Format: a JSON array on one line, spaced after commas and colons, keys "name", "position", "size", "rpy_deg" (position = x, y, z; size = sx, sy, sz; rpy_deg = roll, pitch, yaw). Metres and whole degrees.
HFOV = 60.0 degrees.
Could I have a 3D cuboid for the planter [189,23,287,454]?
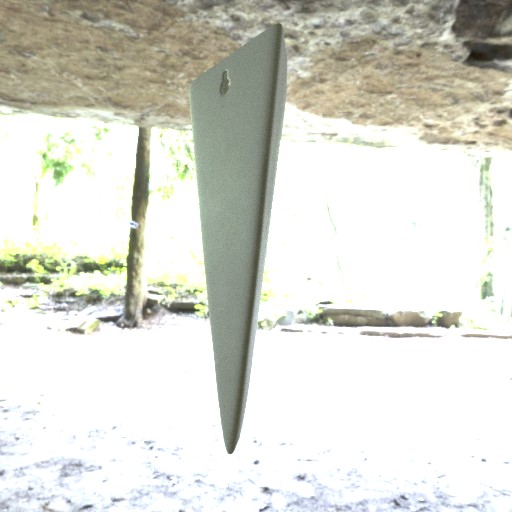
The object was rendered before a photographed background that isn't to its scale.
[{"name": "planter", "position": [0.000, 0.000, 0.394], "size": [0.065, 0.338, 0.143], "rpy_deg": [0, 0, -35]}]
